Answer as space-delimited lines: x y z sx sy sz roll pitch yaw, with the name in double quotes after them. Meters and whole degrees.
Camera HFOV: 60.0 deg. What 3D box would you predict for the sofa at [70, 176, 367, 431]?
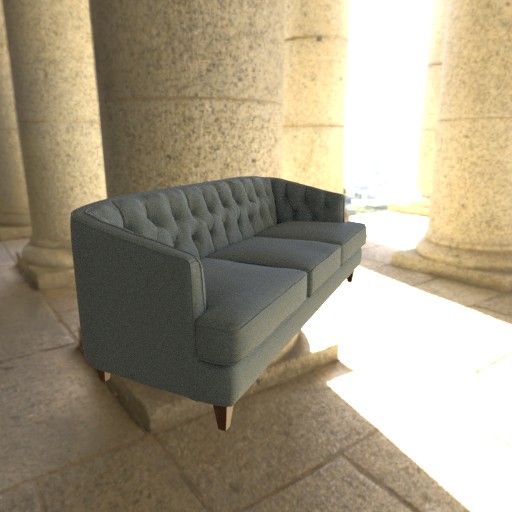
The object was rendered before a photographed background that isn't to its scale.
0.000 0.000 2.743 0.941 0.855 2.278 7 16 24 "sofa"
